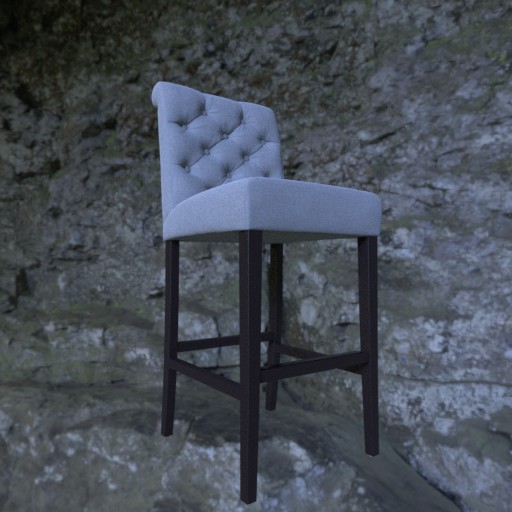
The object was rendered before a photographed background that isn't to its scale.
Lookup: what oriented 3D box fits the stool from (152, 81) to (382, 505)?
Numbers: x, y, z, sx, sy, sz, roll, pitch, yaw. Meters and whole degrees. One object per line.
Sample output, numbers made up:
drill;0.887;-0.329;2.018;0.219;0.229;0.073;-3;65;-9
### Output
stool;0.000;0.000;1.369;0.493;1.140;0.601;1;-1;-35
